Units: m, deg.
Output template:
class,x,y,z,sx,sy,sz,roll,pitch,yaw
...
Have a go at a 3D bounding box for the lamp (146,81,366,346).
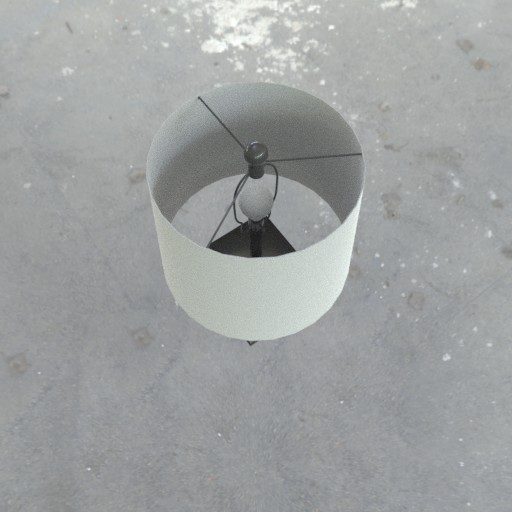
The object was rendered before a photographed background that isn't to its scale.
class,x,y,z,sx,sy,sz,roll,pitch,yaw
lamp,0.000,0.000,0.782,0.320,0.591,0.320,0,64,0
